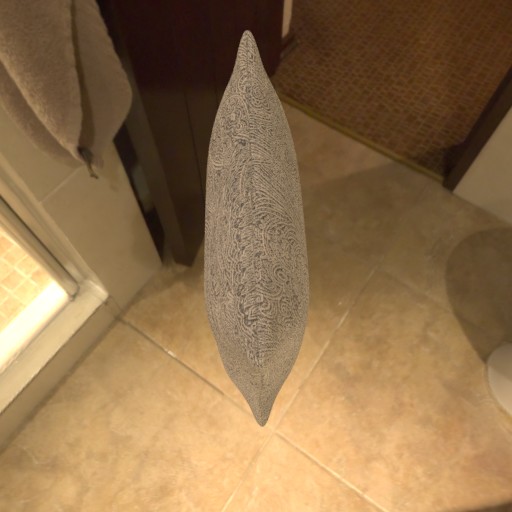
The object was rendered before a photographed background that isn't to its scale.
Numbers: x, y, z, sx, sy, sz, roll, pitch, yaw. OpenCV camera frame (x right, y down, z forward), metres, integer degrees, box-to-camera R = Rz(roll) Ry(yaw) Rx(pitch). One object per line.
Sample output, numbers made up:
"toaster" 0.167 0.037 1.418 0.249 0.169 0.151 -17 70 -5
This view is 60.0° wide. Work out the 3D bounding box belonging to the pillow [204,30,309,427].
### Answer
"pillow" 0.000 0.000 0.789 0.166 0.510 0.523 -2 63 -1
